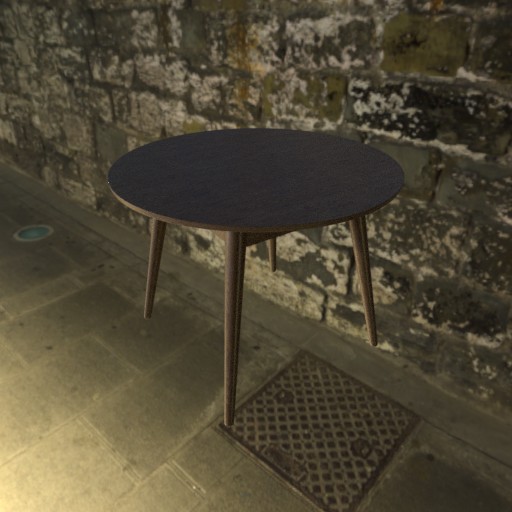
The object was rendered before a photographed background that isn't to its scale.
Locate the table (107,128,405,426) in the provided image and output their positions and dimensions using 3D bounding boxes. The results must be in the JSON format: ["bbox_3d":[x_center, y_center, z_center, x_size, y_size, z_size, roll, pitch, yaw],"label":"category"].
[{"bbox_3d":[0.000,0.000,1.830,1.053,0.786,1.053,0,30,0],"label":"table"}]
